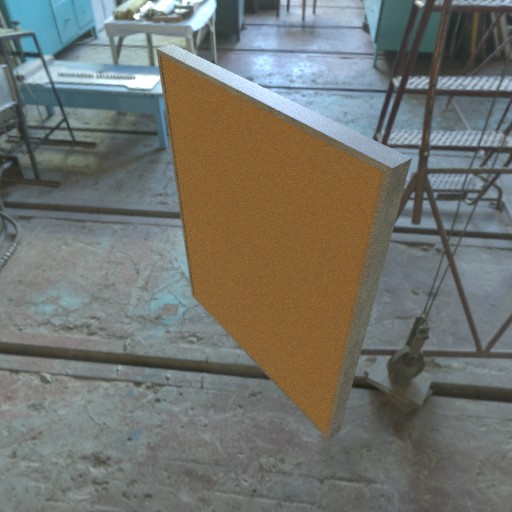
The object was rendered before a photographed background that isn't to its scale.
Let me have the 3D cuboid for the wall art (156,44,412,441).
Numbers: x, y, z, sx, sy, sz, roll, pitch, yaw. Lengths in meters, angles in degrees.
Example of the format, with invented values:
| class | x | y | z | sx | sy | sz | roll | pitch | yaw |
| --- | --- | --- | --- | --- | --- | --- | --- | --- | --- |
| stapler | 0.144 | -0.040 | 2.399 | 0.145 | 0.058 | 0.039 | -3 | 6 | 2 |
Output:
| class | x | y | z | sx | sy | sz | roll | pitch | yaw |
| --- | --- | --- | --- | --- | --- | --- | --- | --- | --- |
| wall art | 0.000 | 0.000 | 0.694 | 0.032 | 0.521 | 0.421 | -28 | 49 | -28 |
